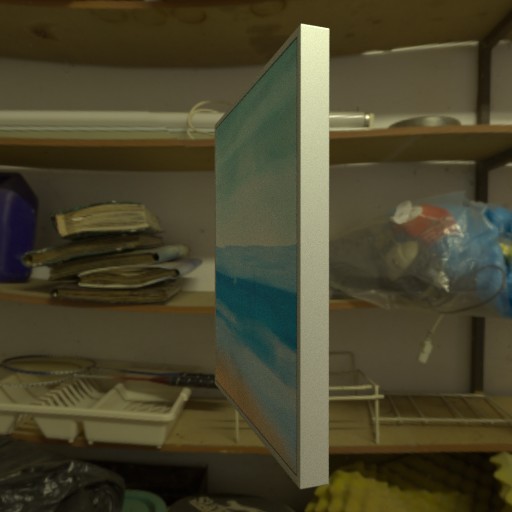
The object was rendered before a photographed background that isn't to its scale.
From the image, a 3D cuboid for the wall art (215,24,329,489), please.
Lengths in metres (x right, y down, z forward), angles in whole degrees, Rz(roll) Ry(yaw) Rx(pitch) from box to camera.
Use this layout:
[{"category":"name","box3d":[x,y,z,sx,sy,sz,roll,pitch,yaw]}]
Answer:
[{"category":"wall art","box3d":[0.000,0.000,0.743,0.039,0.553,0.445,0,1,-18]}]
